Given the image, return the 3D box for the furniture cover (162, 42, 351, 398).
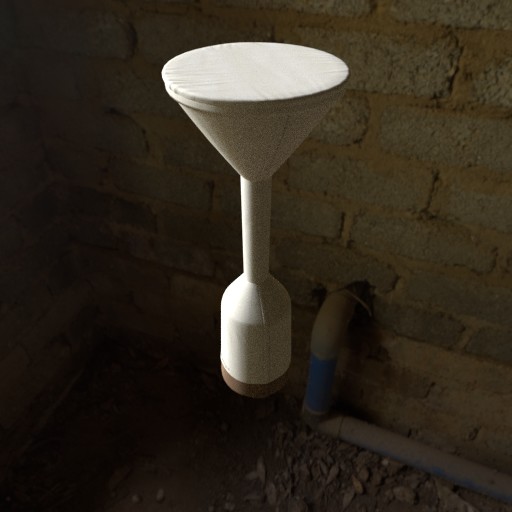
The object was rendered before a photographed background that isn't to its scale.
[{"bbox_3d":[0.000,0.000,2.936,0.914,2.413,0.914,-11,41,-13],"label":"furniture cover"}]
